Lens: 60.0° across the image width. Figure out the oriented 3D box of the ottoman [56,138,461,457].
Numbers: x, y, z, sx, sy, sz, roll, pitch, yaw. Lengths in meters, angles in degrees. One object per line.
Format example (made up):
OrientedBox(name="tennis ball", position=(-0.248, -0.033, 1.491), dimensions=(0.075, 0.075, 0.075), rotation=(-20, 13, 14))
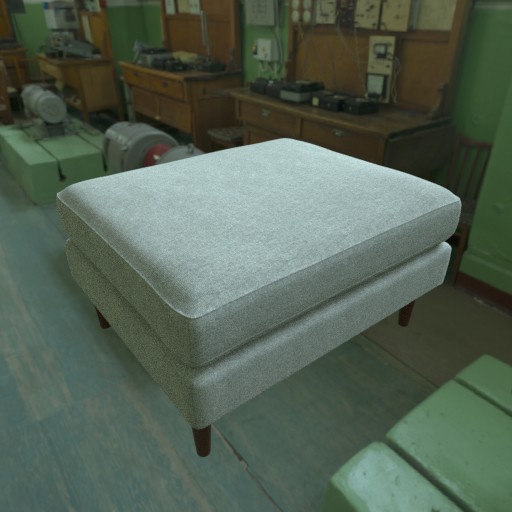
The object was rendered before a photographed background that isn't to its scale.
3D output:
OrientedBox(name="ottoman", position=(0.000, 0.000, 1.219), dimensions=(0.821, 0.474, 0.693), rotation=(-21, 36, -32))
